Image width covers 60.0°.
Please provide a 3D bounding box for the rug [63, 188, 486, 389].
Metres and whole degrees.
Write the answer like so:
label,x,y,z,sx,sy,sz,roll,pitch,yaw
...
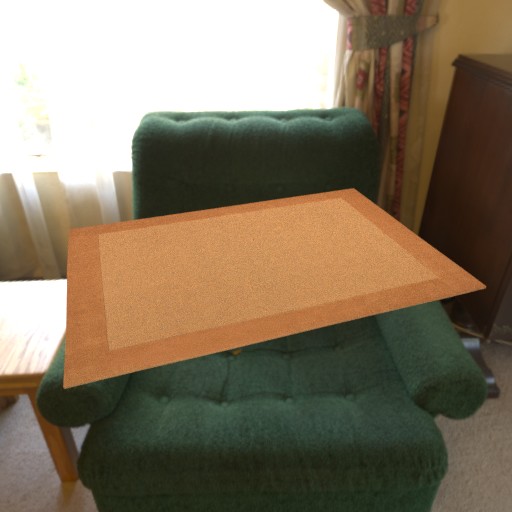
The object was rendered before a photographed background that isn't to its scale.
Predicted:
label,x,y,z,sx,sy,sz,roll,pitch,yaw
rug,0.000,0.000,2.277,1.829,0.014,1.219,-10,33,-16
